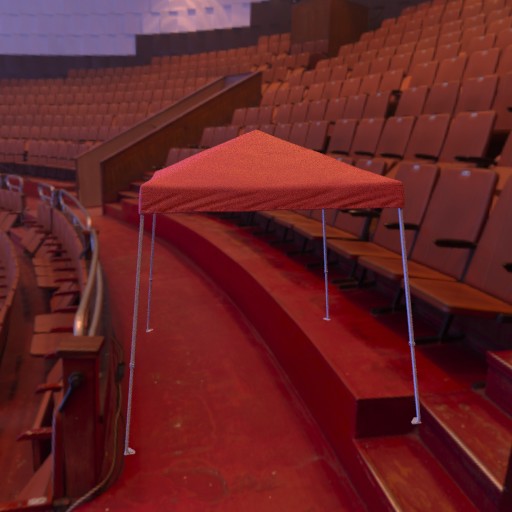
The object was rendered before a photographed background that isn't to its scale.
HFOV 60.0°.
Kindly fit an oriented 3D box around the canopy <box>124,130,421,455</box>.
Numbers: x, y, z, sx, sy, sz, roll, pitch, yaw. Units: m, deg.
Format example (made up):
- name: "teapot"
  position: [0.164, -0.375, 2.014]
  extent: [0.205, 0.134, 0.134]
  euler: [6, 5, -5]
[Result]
- name: "canopy"
  position: [0.000, 0.000, 6.568]
  extent: [3.600, 3.600, 3.599]
  euler: [-2, 14, -9]
